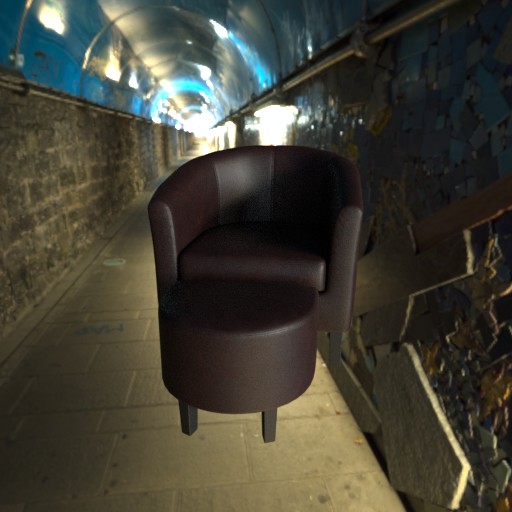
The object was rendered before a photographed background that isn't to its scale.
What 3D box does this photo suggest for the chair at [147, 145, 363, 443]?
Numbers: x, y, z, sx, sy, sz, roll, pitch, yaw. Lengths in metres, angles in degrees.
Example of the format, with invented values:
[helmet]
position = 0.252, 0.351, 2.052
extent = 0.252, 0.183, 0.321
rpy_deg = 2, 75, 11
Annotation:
[chair]
position = 0.000, 0.000, 1.617
extent = 0.737, 0.755, 1.176
rpy_deg = 2, 16, 8
